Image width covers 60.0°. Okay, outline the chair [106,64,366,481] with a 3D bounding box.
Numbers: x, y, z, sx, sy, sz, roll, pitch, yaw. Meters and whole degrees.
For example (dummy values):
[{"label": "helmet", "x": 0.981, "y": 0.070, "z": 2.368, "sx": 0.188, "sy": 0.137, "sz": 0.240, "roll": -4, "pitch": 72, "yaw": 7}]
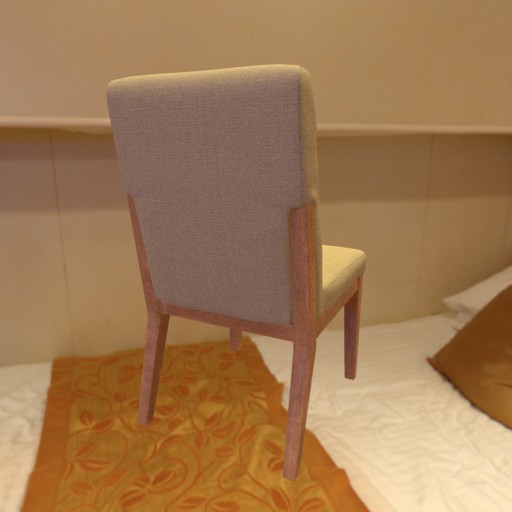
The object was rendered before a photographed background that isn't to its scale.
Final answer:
[{"label": "chair", "x": 0.000, "y": 0.000, "z": 1.254, "sx": 0.507, "sy": 0.911, "sz": 0.586, "roll": 7, "pitch": 16, "yaw": 27}]
